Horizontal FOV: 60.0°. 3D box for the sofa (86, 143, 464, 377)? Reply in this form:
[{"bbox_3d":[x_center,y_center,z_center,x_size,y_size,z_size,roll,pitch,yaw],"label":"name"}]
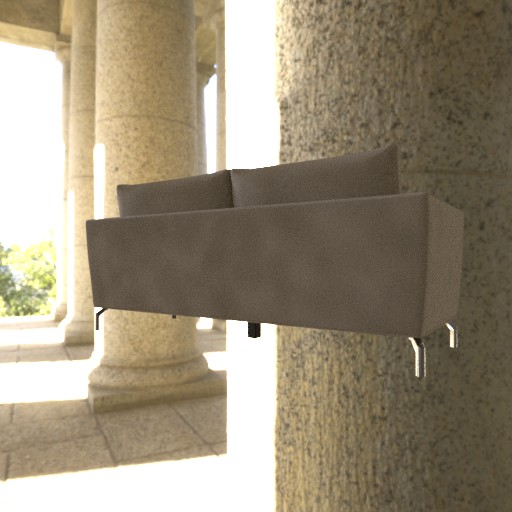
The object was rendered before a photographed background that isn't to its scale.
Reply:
[{"bbox_3d":[0.000,0.000,2.715,2.214,1.005,0.868,0,-1,34],"label":"sofa"}]
